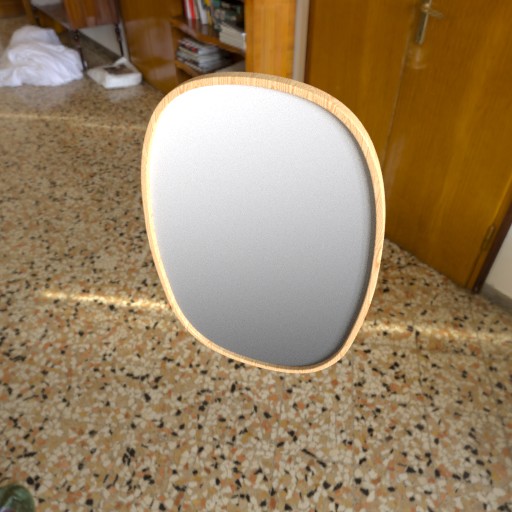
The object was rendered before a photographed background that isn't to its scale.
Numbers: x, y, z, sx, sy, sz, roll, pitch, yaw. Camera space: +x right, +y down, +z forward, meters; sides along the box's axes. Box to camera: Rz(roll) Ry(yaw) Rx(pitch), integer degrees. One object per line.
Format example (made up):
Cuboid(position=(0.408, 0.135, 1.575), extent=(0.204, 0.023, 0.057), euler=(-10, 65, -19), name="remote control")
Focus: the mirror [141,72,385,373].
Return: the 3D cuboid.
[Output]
Cuboid(position=(0.000, 0.000, 1.352), extent=(0.724, 1.075, 0.037), euler=(12, 42, 14), name="mirror")
